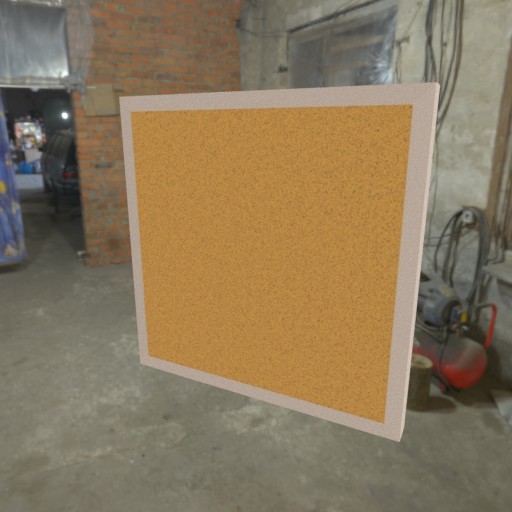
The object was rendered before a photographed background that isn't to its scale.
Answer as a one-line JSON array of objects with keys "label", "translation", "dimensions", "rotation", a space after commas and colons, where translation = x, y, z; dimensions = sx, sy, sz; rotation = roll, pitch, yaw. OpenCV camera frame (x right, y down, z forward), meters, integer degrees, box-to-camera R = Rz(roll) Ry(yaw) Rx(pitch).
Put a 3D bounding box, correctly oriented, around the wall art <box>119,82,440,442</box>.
[{"label": "wall art", "translation": [0.000, 0.000, 1.851], "dimensions": [1.289, 1.291, 0.098], "rotation": [8, 18, 26]}]
